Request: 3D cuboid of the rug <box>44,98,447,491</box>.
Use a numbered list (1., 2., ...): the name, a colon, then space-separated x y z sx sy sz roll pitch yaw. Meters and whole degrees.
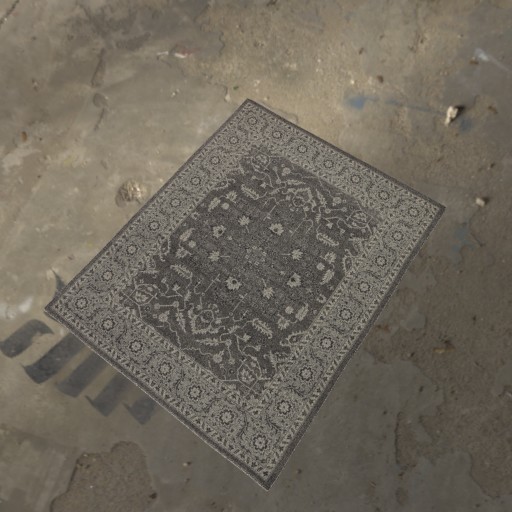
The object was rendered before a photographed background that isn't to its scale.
1. rug: 0.000 0.000 4.149 2.451 0.026 3.069 33 69 14
